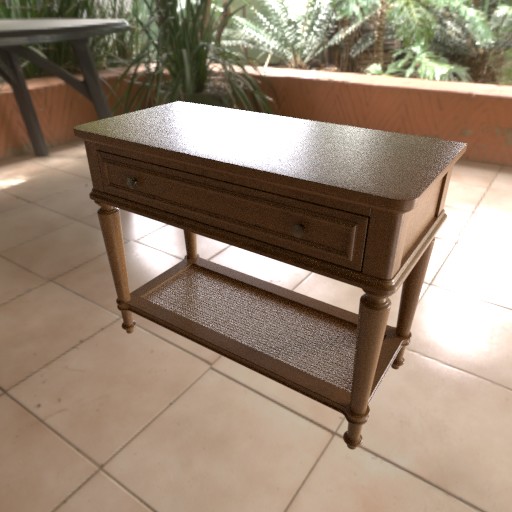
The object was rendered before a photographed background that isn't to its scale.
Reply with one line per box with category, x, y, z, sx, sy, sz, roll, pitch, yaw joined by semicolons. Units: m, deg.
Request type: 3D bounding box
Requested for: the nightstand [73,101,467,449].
nightstand;0.000;0.000;1.287;0.914;0.700;0.432;18;35;29
